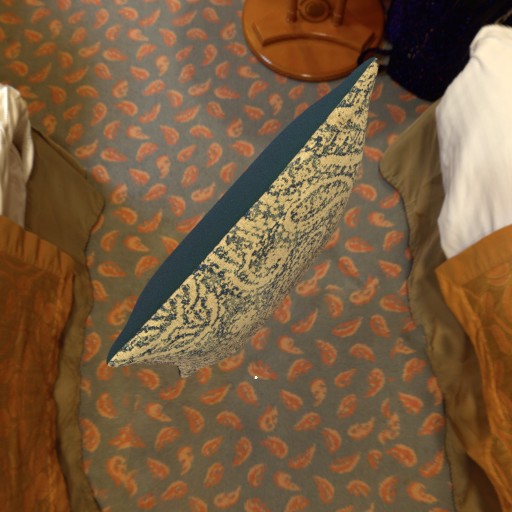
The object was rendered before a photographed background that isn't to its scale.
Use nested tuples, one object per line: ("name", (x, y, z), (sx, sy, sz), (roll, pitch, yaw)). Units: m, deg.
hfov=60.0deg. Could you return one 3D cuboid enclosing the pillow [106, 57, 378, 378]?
("pillow", (0.000, 0.000, 0.782), (0.166, 0.510, 0.523), (38, 78, 10))
